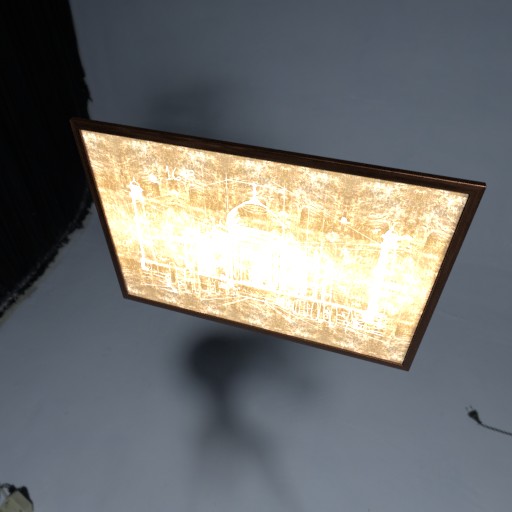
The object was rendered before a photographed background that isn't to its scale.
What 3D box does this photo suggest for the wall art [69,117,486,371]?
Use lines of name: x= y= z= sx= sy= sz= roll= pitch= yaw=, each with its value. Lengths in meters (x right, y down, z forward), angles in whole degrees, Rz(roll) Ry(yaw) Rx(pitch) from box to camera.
wall art: x=0.000 y=0.000 z=1.029 sx=0.816 sy=0.559 sz=0.014 roll=12 pitch=44 yaw=13
